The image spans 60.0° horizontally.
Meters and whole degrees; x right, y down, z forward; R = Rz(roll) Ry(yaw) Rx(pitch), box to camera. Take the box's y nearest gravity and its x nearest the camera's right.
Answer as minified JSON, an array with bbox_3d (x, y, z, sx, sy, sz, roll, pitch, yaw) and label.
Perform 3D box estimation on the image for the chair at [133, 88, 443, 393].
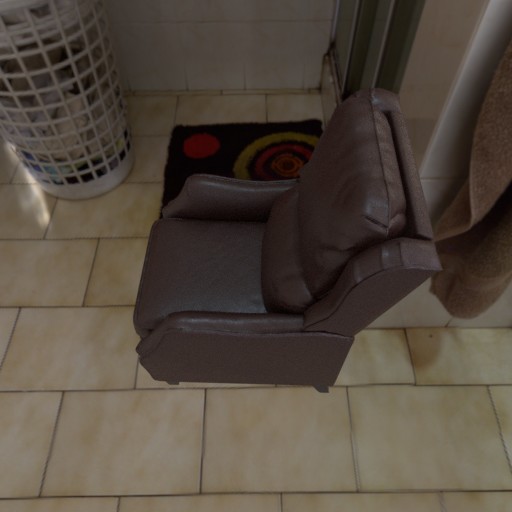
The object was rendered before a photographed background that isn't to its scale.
[{"bbox_3d":[0.000,0.000,1.747,0.982,1.132,0.770,1,56,1],"label":"chair"}]
